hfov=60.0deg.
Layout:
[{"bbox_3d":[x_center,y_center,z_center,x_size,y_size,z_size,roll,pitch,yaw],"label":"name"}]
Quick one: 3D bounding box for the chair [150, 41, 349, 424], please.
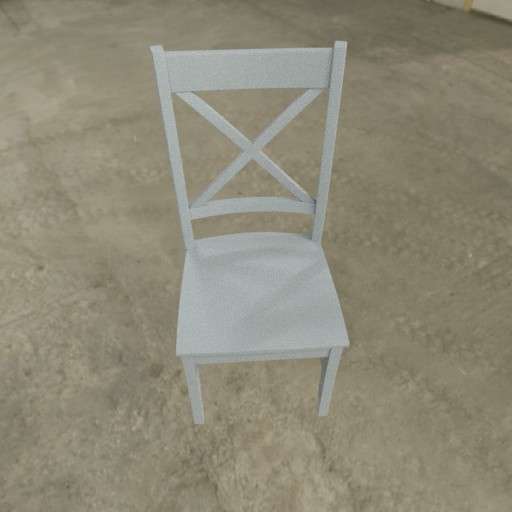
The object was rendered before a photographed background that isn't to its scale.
[{"bbox_3d":[0.000,0.000,1.265,0.485,0.983,0.542,-3,46,-3],"label":"chair"}]
